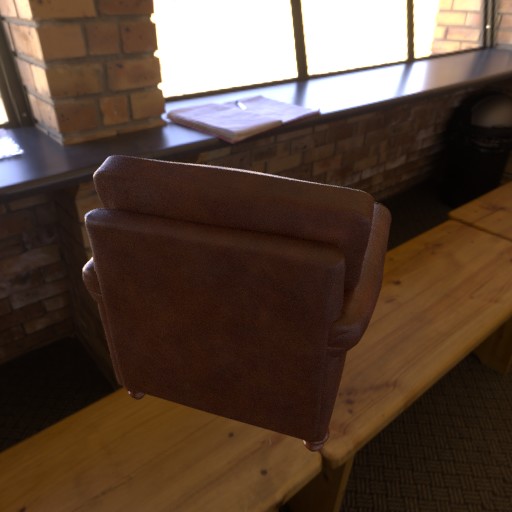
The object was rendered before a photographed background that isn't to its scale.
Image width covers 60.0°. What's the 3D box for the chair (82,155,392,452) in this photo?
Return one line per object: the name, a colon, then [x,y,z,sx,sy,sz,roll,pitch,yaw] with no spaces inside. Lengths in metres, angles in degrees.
chair: [0.000,0.000,1.770,0.989,0.972,0.992,10,33,16]
